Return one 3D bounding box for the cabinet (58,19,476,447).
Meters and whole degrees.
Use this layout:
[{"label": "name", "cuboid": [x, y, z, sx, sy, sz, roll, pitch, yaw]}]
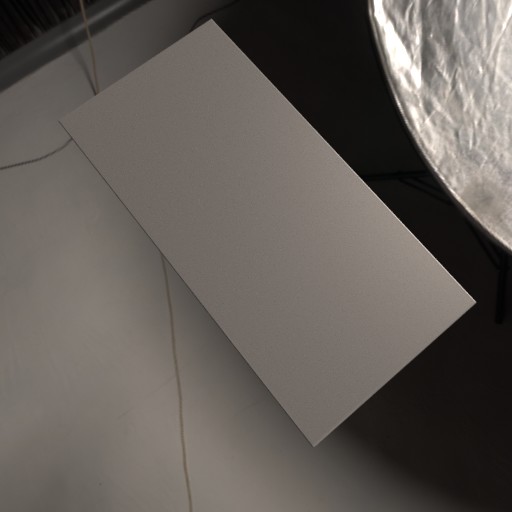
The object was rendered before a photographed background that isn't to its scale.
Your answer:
[{"label": "cabinet", "cuboid": [0.000, 0.000, 1.238, 0.396, 0.780, 0.801, -38, 79, -9]}]
